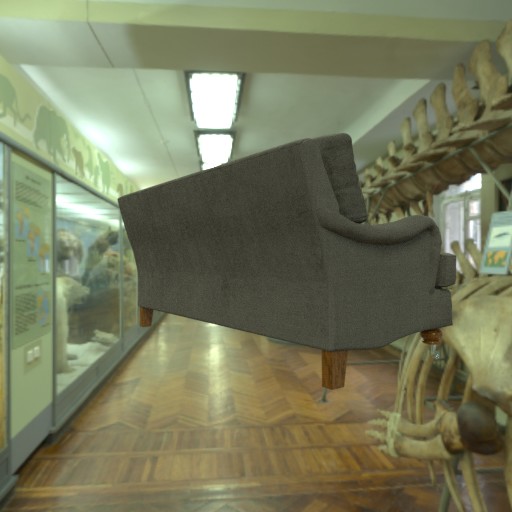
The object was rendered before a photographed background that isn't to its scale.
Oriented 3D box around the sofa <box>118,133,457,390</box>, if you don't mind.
[{"bbox_3d":[0.000,0.000,2.829,1.086,1.087,2.165,0,0,-36],"label":"sofa"}]
